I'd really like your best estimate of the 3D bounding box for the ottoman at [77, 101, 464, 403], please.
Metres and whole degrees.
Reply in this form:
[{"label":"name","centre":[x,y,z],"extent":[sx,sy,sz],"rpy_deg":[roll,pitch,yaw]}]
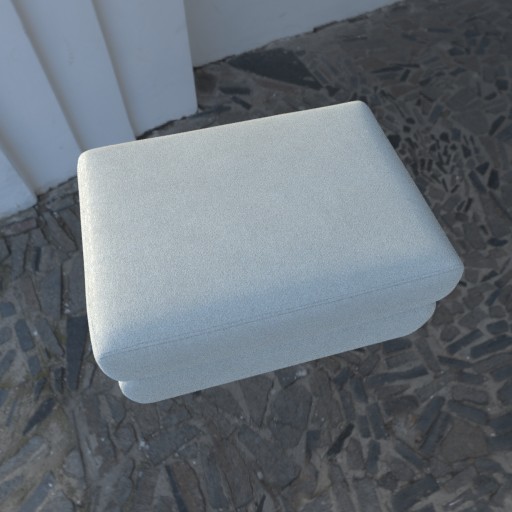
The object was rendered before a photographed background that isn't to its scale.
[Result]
[{"label":"ottoman","centre":[0.000,0.000,1.152],"extent":[0.773,0.499,0.569],"rpy_deg":[-13,58,-8]}]
